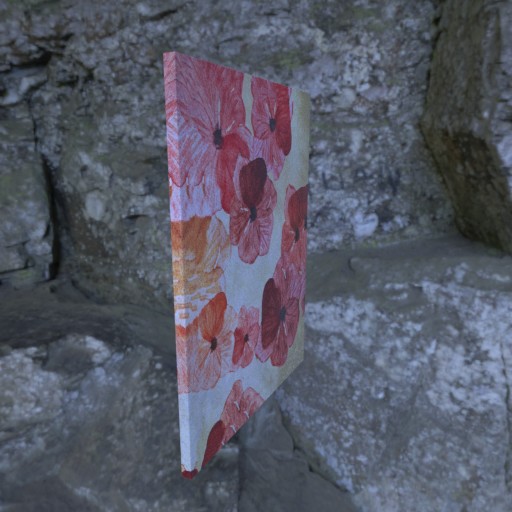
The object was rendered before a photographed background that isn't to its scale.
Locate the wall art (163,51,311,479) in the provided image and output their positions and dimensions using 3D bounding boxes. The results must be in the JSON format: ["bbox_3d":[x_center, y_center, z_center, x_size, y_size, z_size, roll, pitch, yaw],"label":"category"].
[{"bbox_3d":[0.000,0.000,1.350,0.031,1.015,0.762,7,15,27],"label":"wall art"}]
